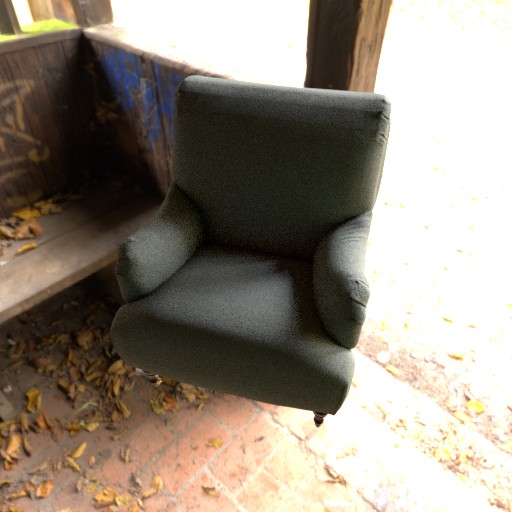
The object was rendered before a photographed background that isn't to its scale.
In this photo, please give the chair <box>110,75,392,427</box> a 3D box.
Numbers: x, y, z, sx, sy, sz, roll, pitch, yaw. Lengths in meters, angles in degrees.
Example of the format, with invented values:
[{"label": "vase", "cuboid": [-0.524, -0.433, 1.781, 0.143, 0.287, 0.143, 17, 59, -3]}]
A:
[{"label": "chair", "cuboid": [0.000, 0.000, 1.925, 0.964, 1.178, 1.060, 10, 42, 11]}]
